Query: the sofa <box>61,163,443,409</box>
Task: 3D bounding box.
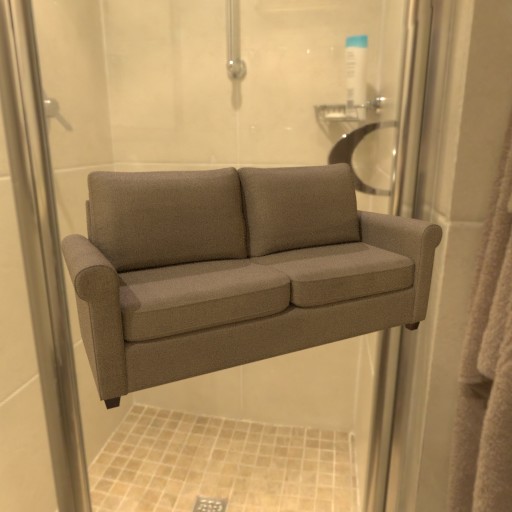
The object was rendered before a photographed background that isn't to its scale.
[{"bbox_3d":[0.000,0.000,2.449,1.935,0.942,0.842,-8,17,-26],"label":"sofa"}]
